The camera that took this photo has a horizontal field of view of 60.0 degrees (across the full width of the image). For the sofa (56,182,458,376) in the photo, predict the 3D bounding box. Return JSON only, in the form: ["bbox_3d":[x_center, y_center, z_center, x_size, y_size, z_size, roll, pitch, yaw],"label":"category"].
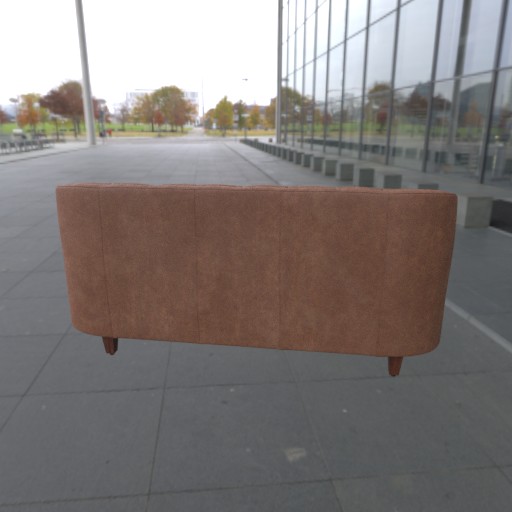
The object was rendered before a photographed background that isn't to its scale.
[{"bbox_3d":[0.000,0.000,2.186,1.755,0.786,0.914,2,16,8],"label":"sofa"}]
